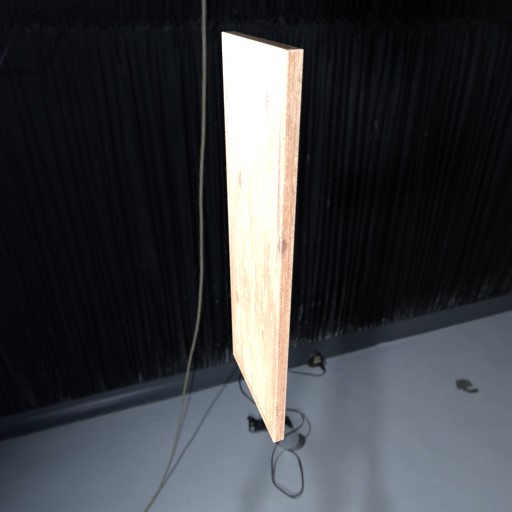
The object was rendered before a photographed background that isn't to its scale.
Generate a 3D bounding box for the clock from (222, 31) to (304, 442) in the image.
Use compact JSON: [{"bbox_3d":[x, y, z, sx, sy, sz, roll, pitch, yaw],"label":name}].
[{"bbox_3d":[0.000,0.000,1.094,0.030,0.965,0.361,-11,33,-17],"label":"clock"}]
